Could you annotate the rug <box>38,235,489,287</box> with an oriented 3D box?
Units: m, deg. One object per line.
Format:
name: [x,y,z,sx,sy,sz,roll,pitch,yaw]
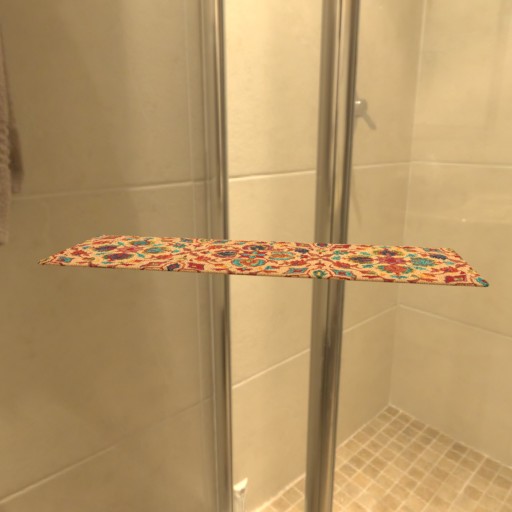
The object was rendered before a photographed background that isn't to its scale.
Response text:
rug: [0.000,0.000,2.513,2.273,0.016,0.693,2,15,9]
